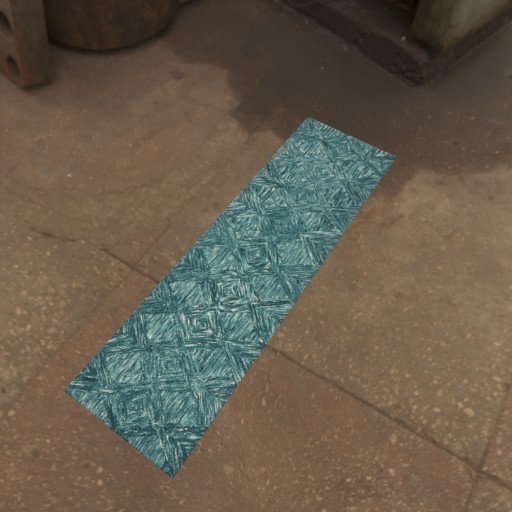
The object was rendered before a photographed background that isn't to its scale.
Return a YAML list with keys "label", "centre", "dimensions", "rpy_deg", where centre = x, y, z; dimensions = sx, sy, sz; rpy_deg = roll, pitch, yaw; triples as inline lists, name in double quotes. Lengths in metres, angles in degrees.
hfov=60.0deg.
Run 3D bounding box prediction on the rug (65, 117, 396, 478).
- label: "rug"
  centre: [0.000, 0.000, 2.519]
  dimensions: [0.676, 0.016, 2.286]
  rpy_deg: [30, 64, 17]
